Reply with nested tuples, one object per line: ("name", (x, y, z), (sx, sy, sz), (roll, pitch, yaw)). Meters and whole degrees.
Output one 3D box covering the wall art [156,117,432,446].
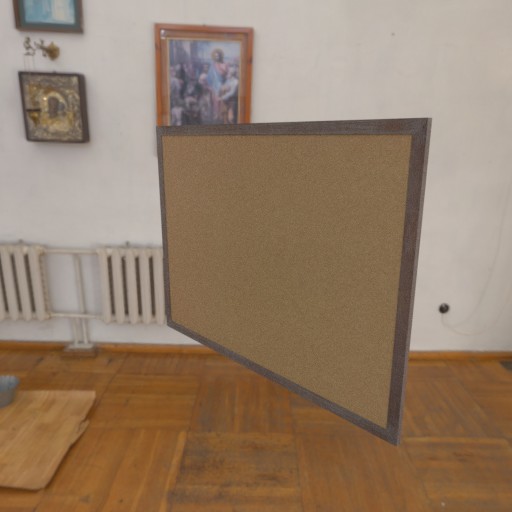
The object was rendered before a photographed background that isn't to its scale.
("wall art", (0.000, 0.000, 1.348), (0.019, 0.774, 1.012), (-14, 20, -42))
